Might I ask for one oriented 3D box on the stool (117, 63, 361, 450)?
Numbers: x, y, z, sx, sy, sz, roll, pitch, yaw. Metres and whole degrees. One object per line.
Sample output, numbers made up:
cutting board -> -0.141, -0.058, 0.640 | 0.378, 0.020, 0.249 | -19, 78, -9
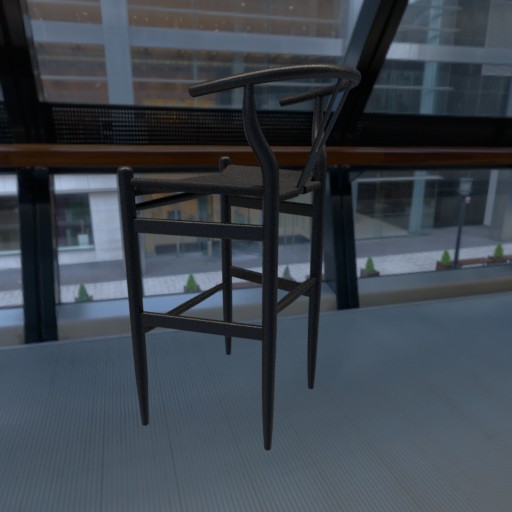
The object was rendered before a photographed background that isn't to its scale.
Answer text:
stool -> 0.000, 0.000, 1.399 | 0.579, 1.072, 0.569 | 8, 18, 26
